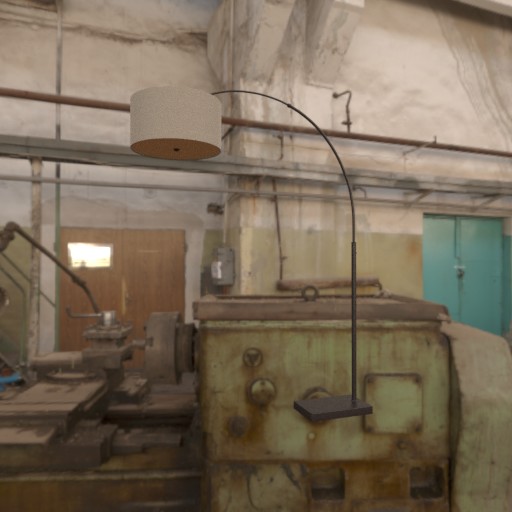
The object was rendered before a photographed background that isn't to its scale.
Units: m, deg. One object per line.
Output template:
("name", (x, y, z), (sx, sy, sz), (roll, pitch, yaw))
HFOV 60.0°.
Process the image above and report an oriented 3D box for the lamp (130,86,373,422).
("lamp", (0.000, 0.000, 2.598), (1.424, 1.927, 0.493), (0, -1, -19))
